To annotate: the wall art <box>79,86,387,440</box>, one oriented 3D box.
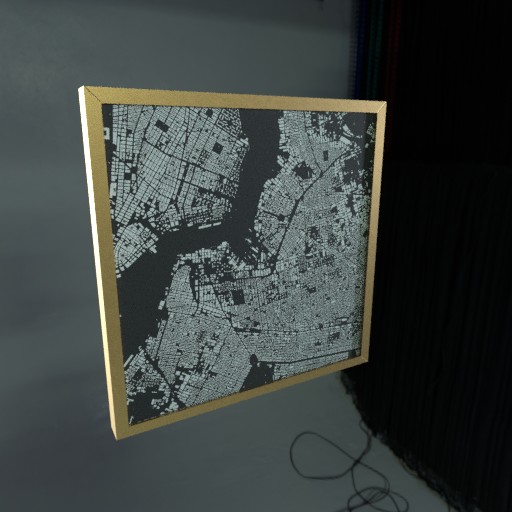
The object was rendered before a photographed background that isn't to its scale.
[{"bbox_3d":[0.000,0.000,1.887,1.284,1.284,0.095,-8,17,-28],"label":"wall art"}]
